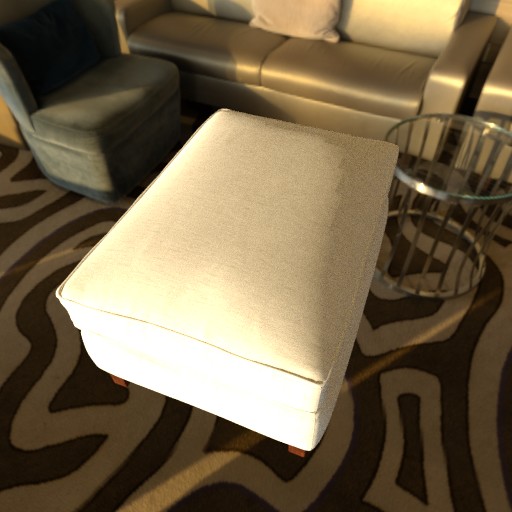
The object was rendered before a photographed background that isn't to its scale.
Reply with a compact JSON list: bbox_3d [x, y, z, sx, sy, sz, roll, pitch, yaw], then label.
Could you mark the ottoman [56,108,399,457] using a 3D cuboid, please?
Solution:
[{"bbox_3d":[0.000,0.000,0.972,0.501,0.406,0.665,16,49,14],"label":"ottoman"}]
